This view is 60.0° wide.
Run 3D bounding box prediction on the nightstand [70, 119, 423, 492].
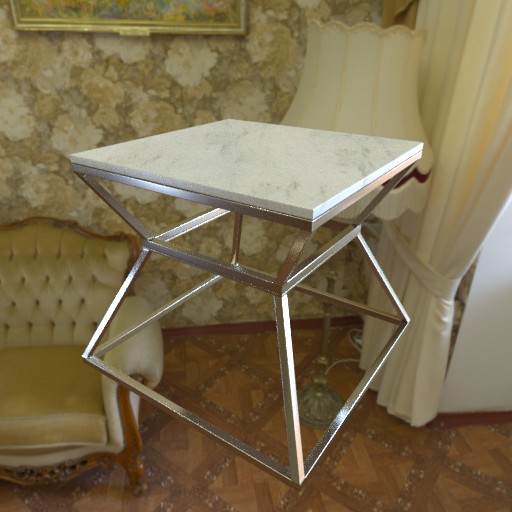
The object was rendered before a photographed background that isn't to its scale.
[{"bbox_3d":[0.000,0.000,0.879,0.513,0.426,0.514,17,31,31],"label":"nightstand"}]
